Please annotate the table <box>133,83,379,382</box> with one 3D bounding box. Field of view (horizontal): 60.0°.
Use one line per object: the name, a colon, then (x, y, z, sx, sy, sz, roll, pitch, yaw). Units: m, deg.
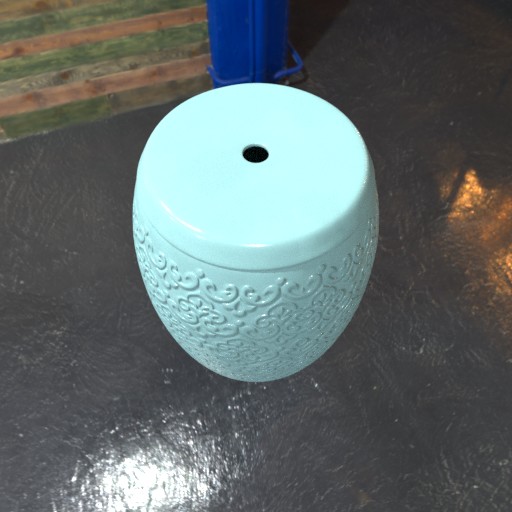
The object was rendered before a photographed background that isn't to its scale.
table: (0.000, 0.000, 0.620, 0.309, 0.397, 0.309, 0, 57, 0)
